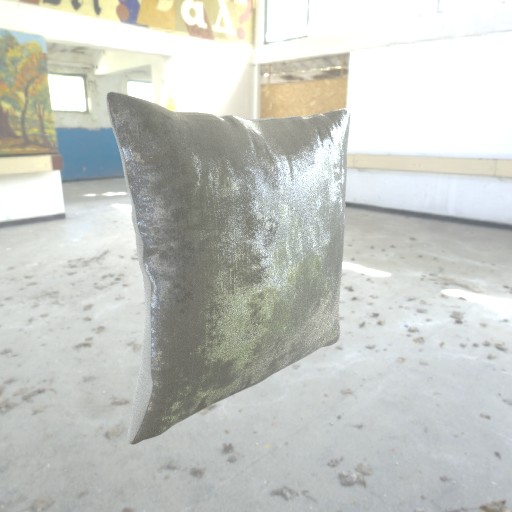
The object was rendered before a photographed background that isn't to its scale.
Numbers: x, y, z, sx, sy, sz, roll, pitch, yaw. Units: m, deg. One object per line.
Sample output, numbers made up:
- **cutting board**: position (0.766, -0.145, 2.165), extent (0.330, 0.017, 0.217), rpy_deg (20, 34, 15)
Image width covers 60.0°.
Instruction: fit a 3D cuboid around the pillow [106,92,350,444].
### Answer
- **pillow**: position (0.000, 0.000, 0.701), extent (0.470, 0.464, 0.175), rpy_deg (-15, 22, -42)
